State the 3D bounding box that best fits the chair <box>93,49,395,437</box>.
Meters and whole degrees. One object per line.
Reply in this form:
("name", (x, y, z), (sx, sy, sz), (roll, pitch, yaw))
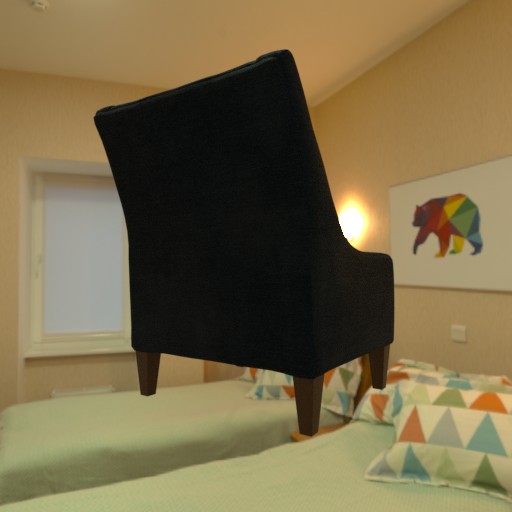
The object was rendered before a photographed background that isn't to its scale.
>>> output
("chair", (0.000, 0.000, 1.622), (0.774, 1.014, 0.870), (-1, -2, 35))
